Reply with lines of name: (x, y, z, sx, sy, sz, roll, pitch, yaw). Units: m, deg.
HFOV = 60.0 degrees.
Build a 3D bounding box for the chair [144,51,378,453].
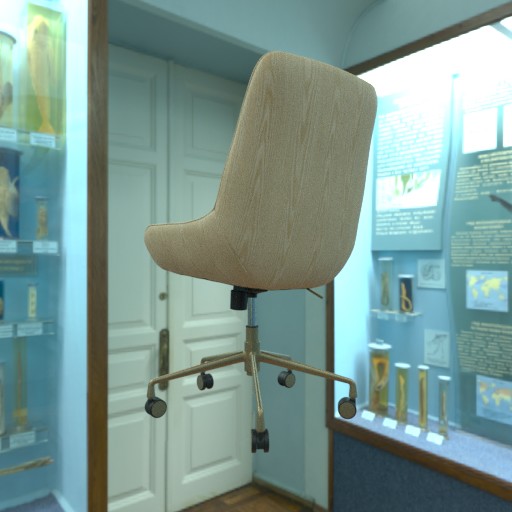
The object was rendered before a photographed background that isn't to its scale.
chair: (0.000, 0.000, 1.347, 0.564, 0.952, 0.668, 0, 0, -37)
